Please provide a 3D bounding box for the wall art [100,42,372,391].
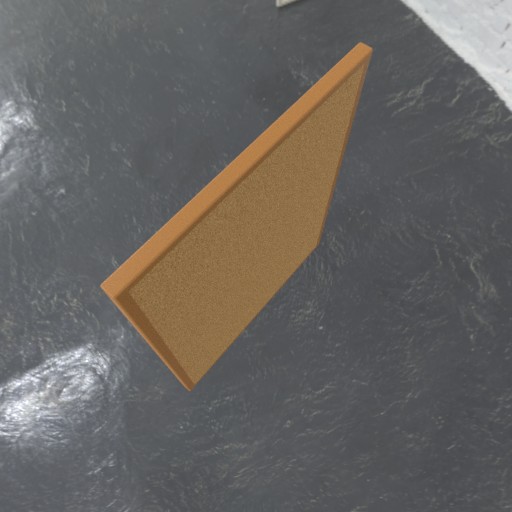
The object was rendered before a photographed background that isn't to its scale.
[{"bbox_3d":[0.000,0.000,0.754,0.022,0.553,0.452,37,70,16],"label":"wall art"}]
